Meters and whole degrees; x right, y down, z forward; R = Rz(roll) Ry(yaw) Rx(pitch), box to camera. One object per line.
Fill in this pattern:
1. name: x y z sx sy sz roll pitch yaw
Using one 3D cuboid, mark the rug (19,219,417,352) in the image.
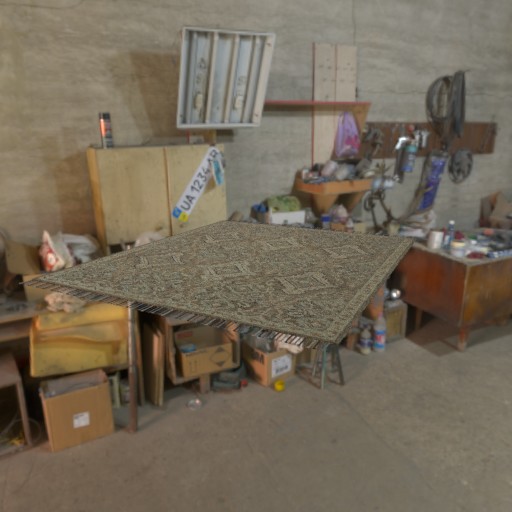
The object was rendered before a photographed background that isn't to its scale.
1. rug: 0.000 0.000 4.098 2.437 0.010 3.056 8 17 26
